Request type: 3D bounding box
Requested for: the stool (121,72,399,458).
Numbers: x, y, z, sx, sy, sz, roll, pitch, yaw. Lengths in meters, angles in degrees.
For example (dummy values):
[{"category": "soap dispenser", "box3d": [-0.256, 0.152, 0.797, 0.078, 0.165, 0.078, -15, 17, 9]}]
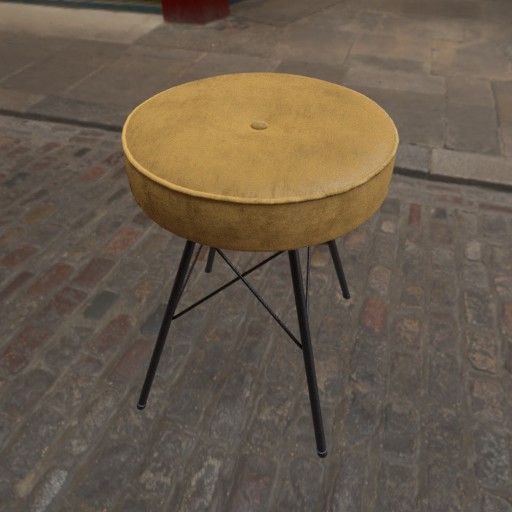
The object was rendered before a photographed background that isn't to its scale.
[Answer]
[{"category": "stool", "box3d": [0.000, 0.000, 0.883, 0.438, 0.595, 0.472, 12, 44, 13]}]
